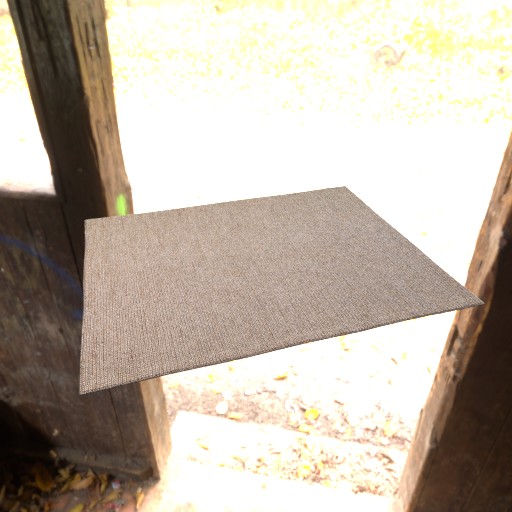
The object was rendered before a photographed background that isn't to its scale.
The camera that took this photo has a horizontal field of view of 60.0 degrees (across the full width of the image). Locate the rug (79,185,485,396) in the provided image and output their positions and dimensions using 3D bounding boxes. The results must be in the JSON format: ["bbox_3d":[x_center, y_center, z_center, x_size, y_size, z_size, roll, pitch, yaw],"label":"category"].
[{"bbox_3d":[0.000,0.000,4.083,3.034,0.012,2.406,-10,34,-14],"label":"rug"}]
